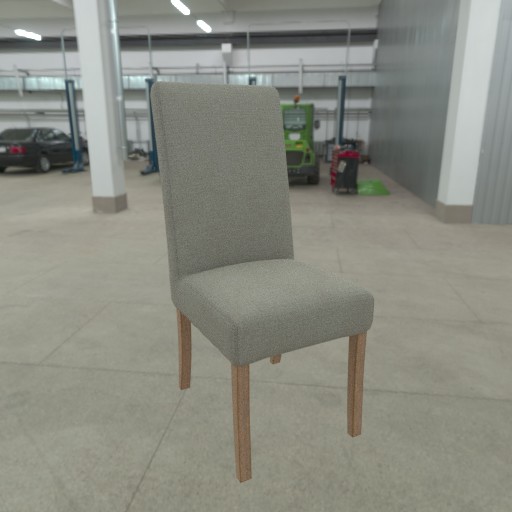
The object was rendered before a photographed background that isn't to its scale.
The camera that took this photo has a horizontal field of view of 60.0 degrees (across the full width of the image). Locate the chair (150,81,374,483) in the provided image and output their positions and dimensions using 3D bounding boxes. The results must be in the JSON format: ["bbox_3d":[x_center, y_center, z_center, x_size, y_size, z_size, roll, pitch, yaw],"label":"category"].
[{"bbox_3d":[0.000,0.000,1.369,0.450,1.033,0.611,-9,19,-27],"label":"chair"}]
